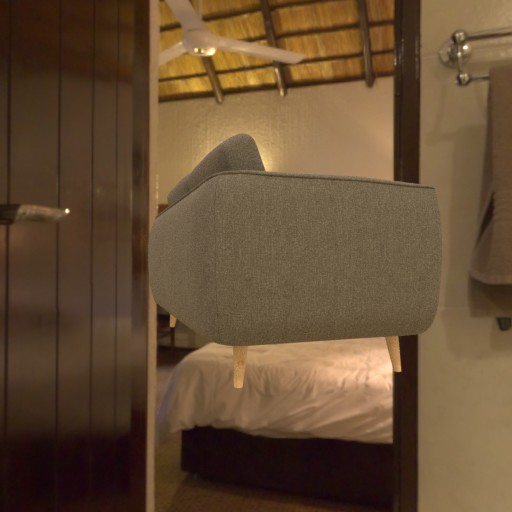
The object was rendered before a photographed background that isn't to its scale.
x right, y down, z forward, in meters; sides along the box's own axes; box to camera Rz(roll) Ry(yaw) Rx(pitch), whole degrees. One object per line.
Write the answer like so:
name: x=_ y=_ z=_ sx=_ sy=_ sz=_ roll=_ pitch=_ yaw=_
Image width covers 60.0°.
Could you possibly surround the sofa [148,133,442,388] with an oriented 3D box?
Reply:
sofa: x=0.000 y=0.000 z=2.216 sx=0.920 sy=0.870 sz=1.700 roll=0 pitch=0 yaw=-19
